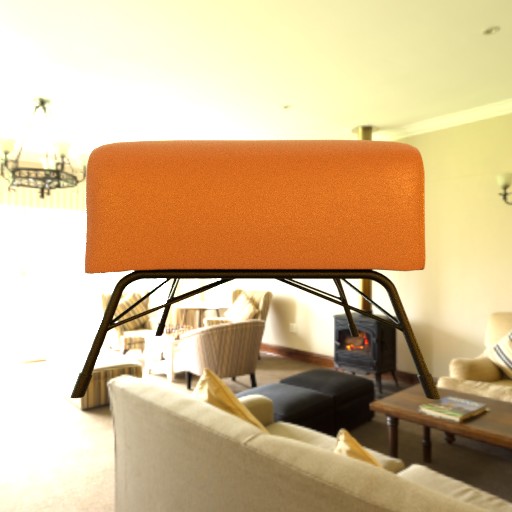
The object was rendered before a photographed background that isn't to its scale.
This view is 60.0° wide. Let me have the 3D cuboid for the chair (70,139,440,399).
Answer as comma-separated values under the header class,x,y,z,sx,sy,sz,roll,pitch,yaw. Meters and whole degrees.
class,x,y,z,sx,sy,sz,roll,pitch,yaw
chair,0.000,0.000,0.894,0.530,0.410,0.530,0,-1,0
